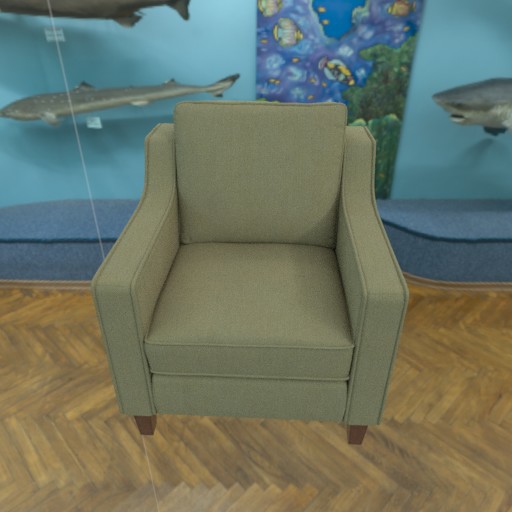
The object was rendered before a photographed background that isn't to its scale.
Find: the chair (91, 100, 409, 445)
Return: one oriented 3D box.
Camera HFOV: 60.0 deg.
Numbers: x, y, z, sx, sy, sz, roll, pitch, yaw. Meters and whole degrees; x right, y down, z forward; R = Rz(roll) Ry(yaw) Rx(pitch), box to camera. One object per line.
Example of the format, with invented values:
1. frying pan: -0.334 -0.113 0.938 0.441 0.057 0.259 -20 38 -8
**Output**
1. chair: 0.000 0.000 1.591 0.831 0.960 0.909 2 32 2
